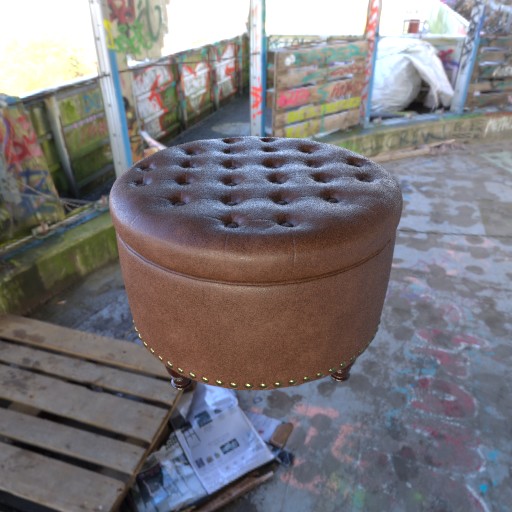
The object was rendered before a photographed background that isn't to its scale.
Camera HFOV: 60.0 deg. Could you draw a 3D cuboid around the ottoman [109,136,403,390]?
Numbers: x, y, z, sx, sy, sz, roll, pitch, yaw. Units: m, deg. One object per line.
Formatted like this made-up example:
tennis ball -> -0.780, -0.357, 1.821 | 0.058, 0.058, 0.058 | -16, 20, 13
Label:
ottoman -> 0.000, 0.000, 1.091 | 0.637, 0.442, 0.637 | 0, 31, 0
